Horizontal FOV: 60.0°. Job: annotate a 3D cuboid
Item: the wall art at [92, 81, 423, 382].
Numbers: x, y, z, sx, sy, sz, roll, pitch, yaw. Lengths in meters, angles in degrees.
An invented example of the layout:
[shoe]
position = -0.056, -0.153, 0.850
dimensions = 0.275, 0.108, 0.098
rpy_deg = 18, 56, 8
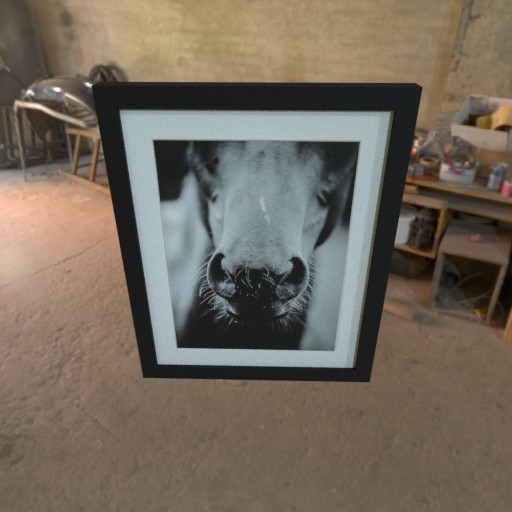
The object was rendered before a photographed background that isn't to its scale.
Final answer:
[wall art]
position = 0.000, 0.000, 0.552
dimensions = 0.329, 0.404, 0.024
rpy_deg = 1, 30, 1
